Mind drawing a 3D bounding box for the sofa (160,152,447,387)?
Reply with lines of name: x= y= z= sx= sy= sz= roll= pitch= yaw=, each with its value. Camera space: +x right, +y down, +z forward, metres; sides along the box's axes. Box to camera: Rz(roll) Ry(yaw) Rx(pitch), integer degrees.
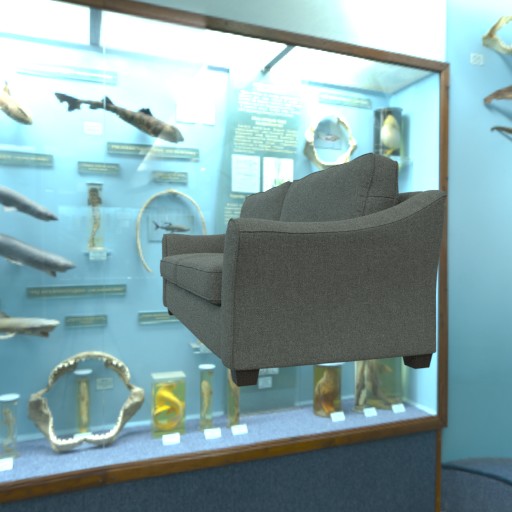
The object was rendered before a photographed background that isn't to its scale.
sofa: x=0.000 y=0.000 z=2.781 sx=1.013 sy=0.976 sz=2.203 roll=0 pitch=1 yaw=-19
